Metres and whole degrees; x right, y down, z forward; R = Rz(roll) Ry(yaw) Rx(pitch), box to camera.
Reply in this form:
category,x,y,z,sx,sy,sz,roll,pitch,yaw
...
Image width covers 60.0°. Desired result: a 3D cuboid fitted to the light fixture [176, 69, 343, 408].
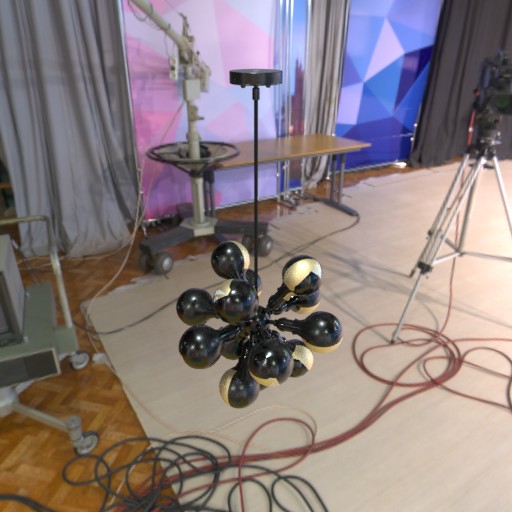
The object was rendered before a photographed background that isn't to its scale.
category,x,y,z,sx,sy,sz,roll,pitch,yaw
light fixture,0.000,0.000,1.111,0.468,0.859,0.420,9,28,17
